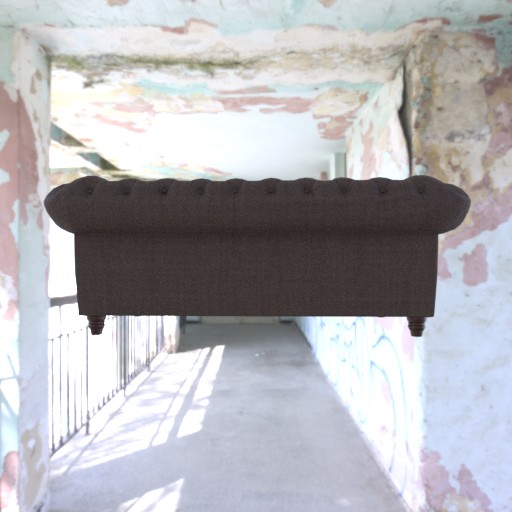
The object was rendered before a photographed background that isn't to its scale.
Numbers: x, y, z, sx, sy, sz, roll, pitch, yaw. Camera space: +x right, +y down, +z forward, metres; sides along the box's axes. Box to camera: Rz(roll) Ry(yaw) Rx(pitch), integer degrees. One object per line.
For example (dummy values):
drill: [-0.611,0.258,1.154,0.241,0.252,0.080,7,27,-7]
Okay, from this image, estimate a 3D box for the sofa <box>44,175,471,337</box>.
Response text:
sofa: [0.000,0.000,2.472,2.048,0.780,0.944,0,0,2]
